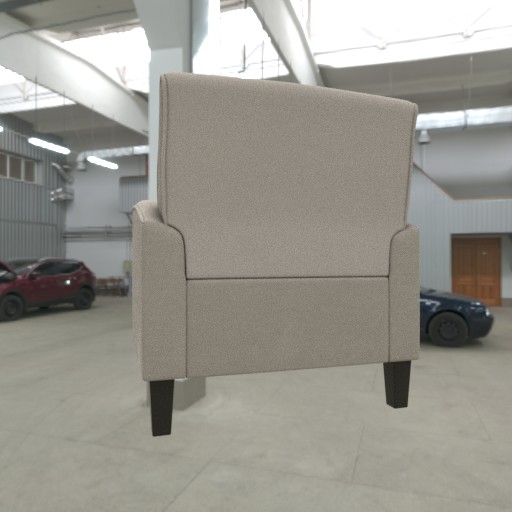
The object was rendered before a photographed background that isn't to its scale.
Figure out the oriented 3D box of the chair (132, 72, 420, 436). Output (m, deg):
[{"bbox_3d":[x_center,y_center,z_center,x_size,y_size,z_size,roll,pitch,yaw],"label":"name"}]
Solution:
[{"bbox_3d":[0.000,0.000,1.545,0.820,0.915,0.820,0,0,-17],"label":"chair"}]
